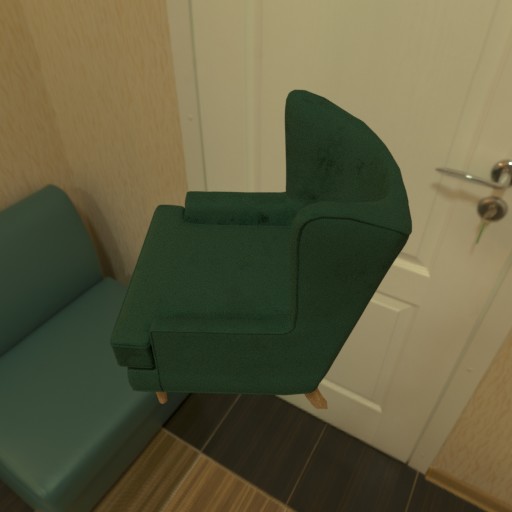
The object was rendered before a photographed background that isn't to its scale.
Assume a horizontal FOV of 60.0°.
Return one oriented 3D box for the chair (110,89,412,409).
[{"bbox_3d":[0.000,0.000,1.632,0.910,0.952,0.793,1,41,1],"label":"chair"}]
